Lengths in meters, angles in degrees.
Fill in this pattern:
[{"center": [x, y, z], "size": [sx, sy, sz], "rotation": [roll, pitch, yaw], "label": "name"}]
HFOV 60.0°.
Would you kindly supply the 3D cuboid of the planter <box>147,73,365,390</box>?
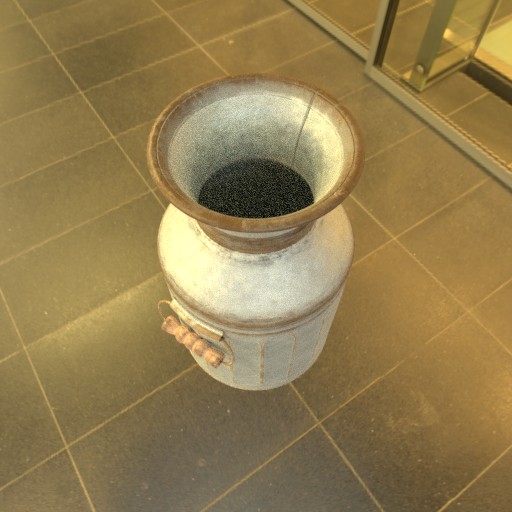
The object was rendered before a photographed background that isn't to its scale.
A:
[{"center": [0.000, 0.000, 0.511], "size": [0.215, 0.358, 0.248], "rotation": [32, 64, 18], "label": "planter"}]
